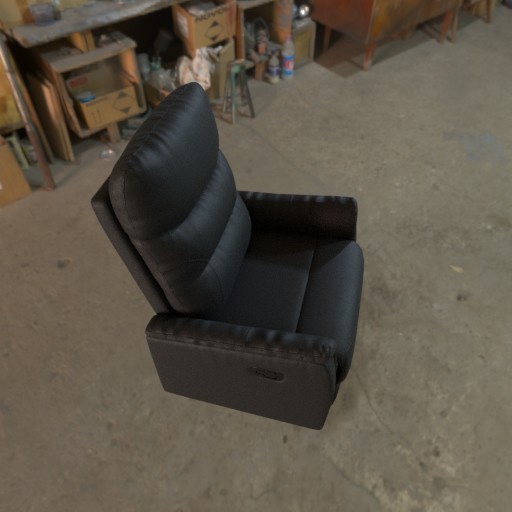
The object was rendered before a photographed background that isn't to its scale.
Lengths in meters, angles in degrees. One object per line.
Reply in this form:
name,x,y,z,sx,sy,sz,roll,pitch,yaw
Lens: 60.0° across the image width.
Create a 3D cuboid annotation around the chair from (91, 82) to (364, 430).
chair,0.000,0.000,1.641,0.831,1.082,0.775,11,49,10
